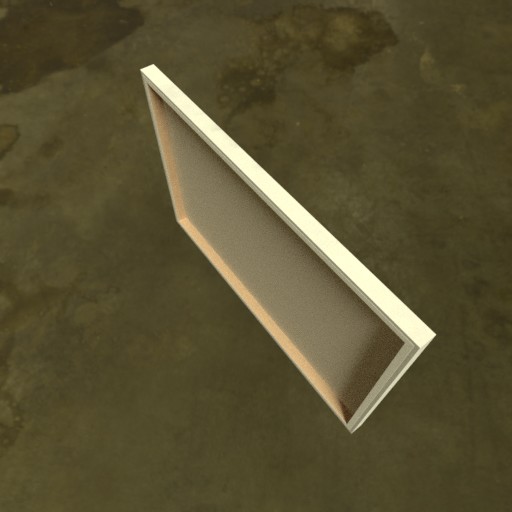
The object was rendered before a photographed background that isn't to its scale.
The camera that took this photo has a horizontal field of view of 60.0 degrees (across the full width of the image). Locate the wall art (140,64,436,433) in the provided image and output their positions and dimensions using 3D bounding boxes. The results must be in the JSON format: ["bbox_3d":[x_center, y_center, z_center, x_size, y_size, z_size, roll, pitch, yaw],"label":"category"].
[{"bbox_3d":[0.000,0.000,1.162,0.038,0.610,0.915,-32,62,-19],"label":"wall art"}]
